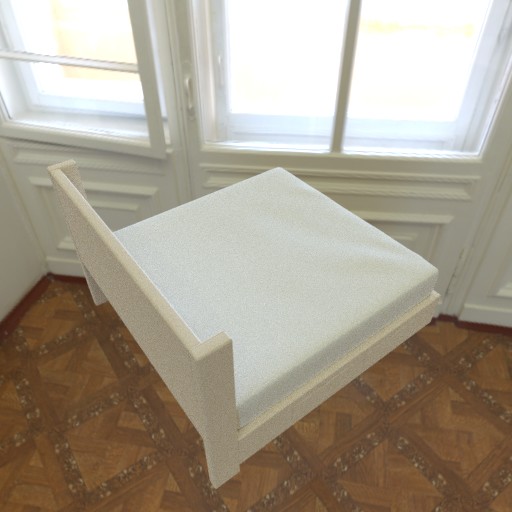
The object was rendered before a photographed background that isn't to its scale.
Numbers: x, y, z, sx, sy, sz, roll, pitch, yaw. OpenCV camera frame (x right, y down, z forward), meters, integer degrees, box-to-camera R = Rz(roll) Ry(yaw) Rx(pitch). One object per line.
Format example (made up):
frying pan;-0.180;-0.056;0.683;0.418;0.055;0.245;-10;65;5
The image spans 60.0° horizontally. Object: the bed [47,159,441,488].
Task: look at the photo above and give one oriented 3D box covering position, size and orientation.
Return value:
bed;0.000;0.000;3.633;2.293;1.471;2.145;-27;48;-27
